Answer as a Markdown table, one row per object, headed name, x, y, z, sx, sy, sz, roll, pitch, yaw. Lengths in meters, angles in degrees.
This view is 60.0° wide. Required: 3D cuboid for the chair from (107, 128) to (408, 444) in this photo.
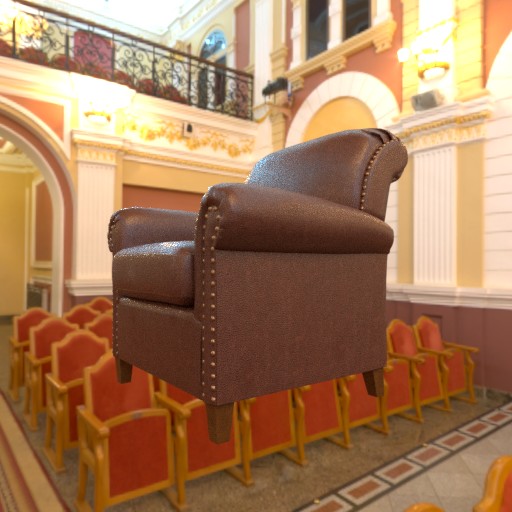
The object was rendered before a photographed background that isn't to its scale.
| name | x | y | z | sx | sy | sz | roll | pitch | yaw |
| --- | --- | --- | --- | --- | --- | --- | --- | --- | --- |
| chair | 0.000 | 0.000 | 1.588 | 0.890 | 0.927 | 0.854 | 0 | -1 | -37 |
